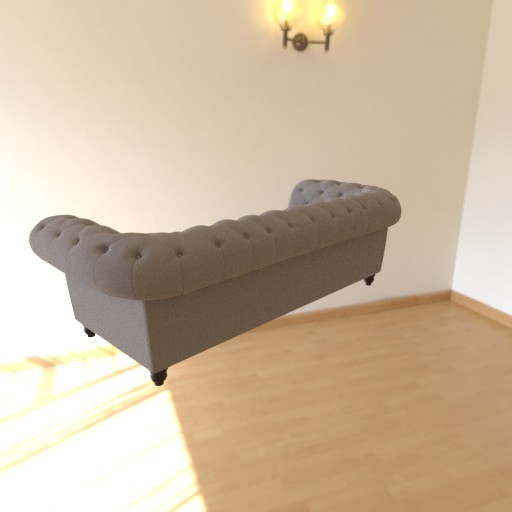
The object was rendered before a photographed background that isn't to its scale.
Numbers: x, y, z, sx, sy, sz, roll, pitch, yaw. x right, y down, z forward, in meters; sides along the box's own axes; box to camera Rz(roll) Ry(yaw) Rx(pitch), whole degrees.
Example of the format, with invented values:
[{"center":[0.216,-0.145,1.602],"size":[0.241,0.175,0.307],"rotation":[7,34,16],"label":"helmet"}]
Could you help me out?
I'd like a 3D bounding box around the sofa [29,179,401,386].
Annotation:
[{"center":[0.000,0.000,2.836],"size":[0.991,0.749,2.411],"rotation":[16,23,42],"label":"sofa"}]
